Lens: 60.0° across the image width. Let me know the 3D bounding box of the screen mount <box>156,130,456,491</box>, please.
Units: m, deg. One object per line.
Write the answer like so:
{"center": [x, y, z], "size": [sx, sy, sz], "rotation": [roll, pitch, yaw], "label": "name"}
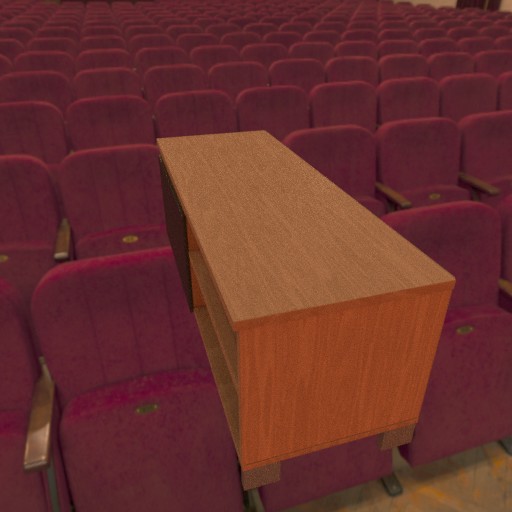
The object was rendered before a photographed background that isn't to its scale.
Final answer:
{"center": [0.000, 0.000, 1.277], "size": [0.406, 0.432, 1.084], "rotation": [-9, 31, -15], "label": "screen mount"}
